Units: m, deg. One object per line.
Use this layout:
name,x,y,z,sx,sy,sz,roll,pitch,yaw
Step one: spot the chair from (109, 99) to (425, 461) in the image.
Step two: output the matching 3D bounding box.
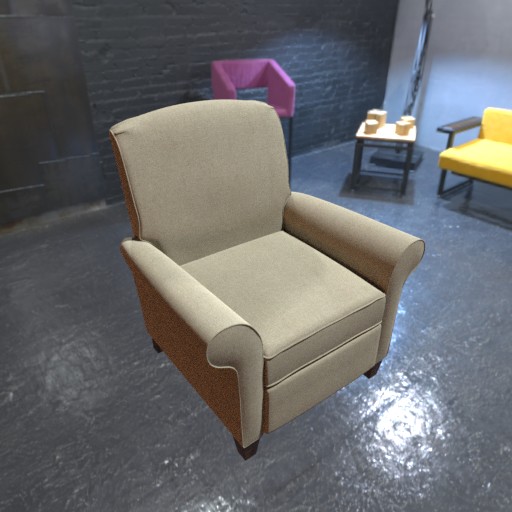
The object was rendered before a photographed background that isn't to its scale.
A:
chair,0.000,0.000,1.776,0.978,1.061,0.905,-20,36,-31
